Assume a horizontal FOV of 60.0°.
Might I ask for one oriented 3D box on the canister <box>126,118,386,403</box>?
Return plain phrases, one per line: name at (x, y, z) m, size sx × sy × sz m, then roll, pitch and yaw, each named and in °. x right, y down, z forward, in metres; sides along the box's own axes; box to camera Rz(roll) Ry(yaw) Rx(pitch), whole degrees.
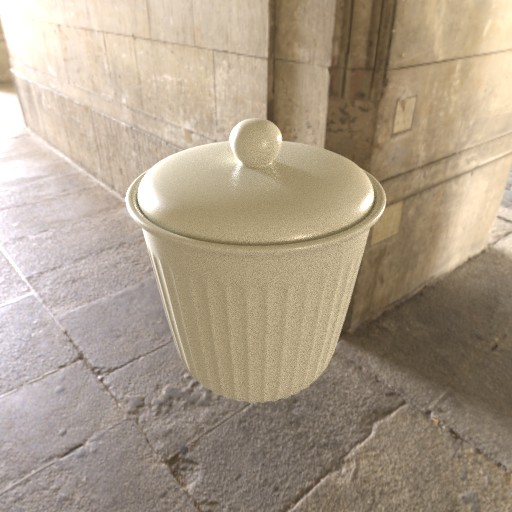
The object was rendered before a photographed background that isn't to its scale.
canister at (0.000, 0.000, 0.348) m, size 0.181 × 0.211 × 0.181 m, roll 0°, pitch 31°, yaw 0°
